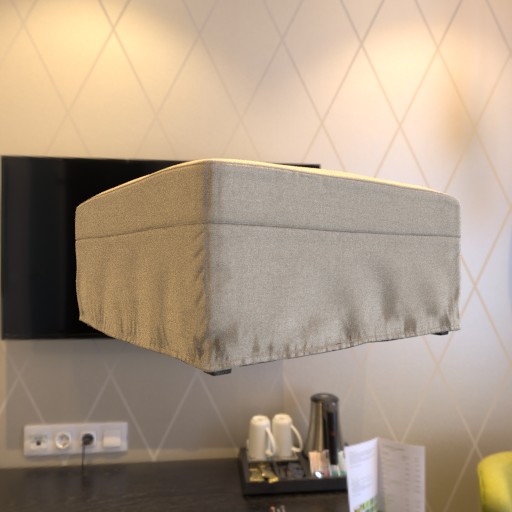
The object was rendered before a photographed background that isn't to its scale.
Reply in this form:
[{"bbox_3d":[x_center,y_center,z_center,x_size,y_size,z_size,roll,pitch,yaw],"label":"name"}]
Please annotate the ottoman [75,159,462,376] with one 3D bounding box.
[{"bbox_3d":[0.000,0.000,1.312,0.840,0.436,0.843,1,-1,-36],"label":"ottoman"}]
